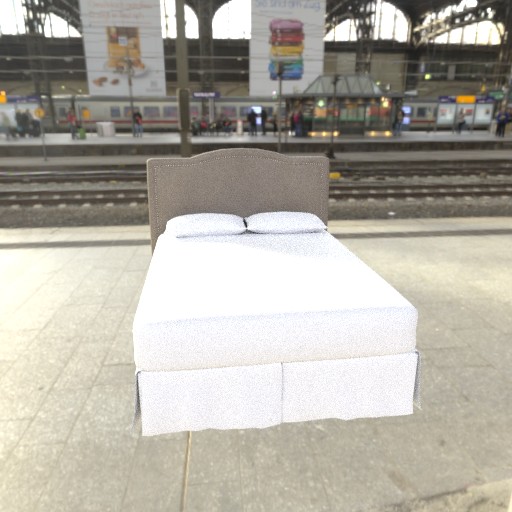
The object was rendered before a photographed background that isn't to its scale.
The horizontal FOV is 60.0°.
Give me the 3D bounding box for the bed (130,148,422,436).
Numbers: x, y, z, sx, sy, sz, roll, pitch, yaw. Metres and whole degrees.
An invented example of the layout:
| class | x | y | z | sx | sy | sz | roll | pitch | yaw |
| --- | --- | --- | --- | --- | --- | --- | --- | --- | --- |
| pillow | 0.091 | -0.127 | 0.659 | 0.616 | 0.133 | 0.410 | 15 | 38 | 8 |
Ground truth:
| class | x | y | z | sx | sy | sz | roll | pitch | yaw |
| --- | --- | --- | --- | --- | --- | --- | --- | --- | --- |
| bed | 0.000 | 0.000 | 3.315 | 1.744 | 1.441 | 2.128 | -2 | 17 | -7 |
